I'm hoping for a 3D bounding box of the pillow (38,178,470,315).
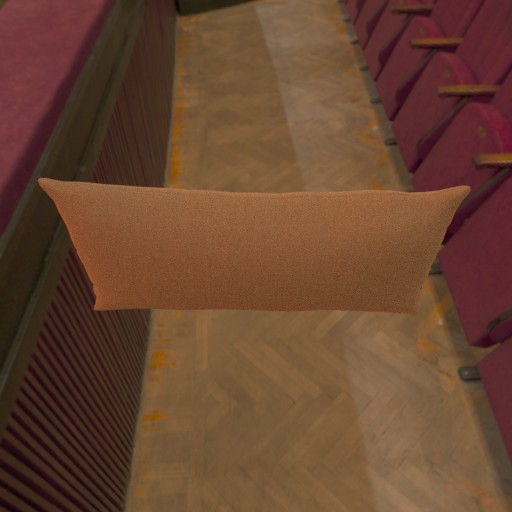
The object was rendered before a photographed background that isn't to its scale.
[{"bbox_3d":[0.000,0.000,0.724,0.612,0.308,0.148,1,48,1],"label":"pillow"}]
